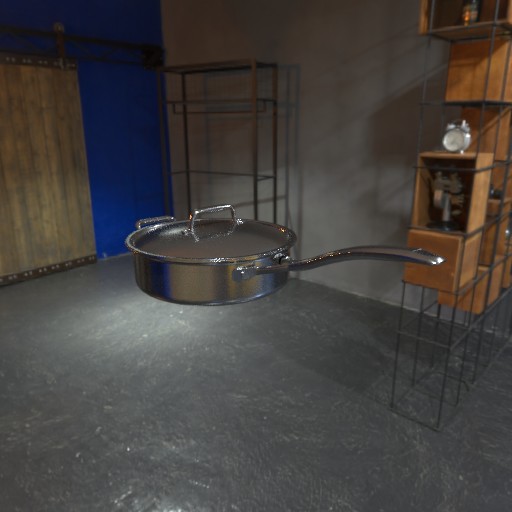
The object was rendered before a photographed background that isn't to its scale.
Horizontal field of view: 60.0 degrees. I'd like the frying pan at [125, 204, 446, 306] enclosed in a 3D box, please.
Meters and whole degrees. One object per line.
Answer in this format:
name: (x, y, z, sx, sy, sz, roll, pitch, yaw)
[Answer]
frying pan: (0.000, 0.000, 0.589, 0.492, 0.111, 0.245, 16, 23, 42)
